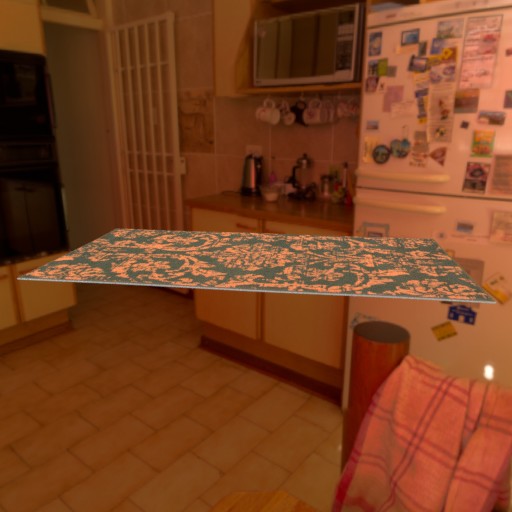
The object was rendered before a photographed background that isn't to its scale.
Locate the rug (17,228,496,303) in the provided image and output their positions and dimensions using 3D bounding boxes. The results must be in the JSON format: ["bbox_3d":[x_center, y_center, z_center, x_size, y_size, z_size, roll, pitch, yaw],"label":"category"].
[{"bbox_3d":[0.000,0.000,1.403,1.219,0.007,0.604,2,17,8],"label":"rug"}]
